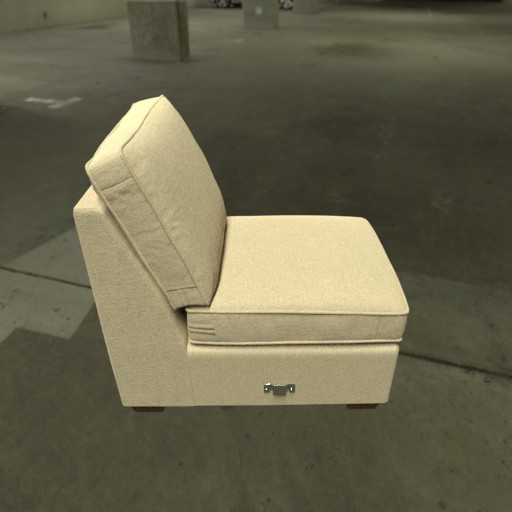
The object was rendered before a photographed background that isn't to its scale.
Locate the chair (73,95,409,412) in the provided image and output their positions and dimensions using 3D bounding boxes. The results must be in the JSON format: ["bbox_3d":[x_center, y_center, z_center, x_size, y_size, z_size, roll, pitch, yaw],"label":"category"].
[{"bbox_3d":[0.000,0.000,1.546,0.938,0.970,0.621,0,32,-1],"label":"chair"}]
